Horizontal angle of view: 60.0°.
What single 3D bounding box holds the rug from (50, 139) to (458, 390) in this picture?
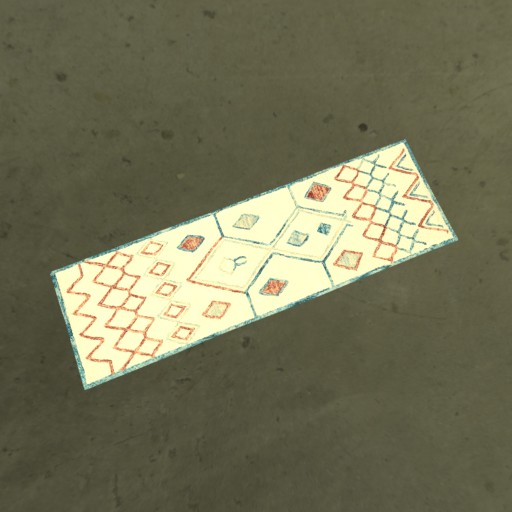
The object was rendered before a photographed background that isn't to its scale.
[{"bbox_3d":[0.000,0.000,2.755,2.435,0.011,0.750,-21,77,-5],"label":"rug"}]
